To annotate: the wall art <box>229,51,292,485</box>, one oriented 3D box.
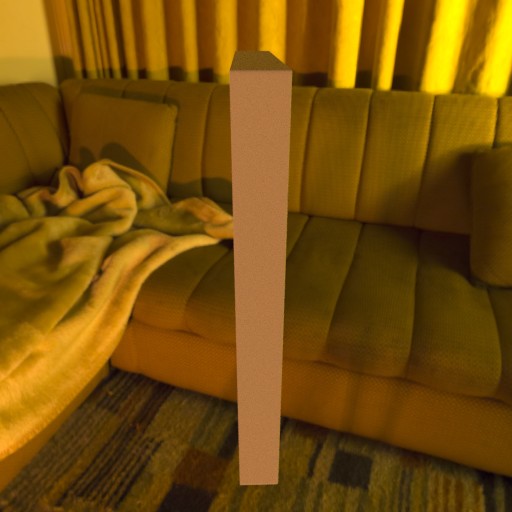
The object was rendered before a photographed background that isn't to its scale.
[{"bbox_3d":[0.000,0.000,0.466,0.039,0.381,0.252,-1,27,-1],"label":"wall art"}]
